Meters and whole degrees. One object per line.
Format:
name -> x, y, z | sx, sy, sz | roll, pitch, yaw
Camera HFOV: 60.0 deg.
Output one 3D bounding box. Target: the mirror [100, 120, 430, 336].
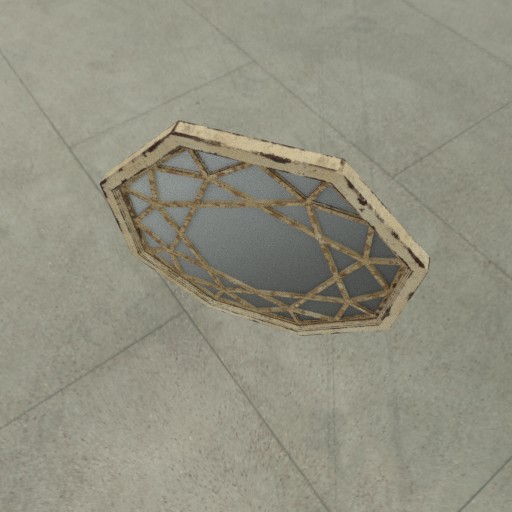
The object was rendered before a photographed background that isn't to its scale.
mirror -> 0.000, 0.000, 0.952 | 0.648, 0.648, 0.031 | 16, 60, 9
